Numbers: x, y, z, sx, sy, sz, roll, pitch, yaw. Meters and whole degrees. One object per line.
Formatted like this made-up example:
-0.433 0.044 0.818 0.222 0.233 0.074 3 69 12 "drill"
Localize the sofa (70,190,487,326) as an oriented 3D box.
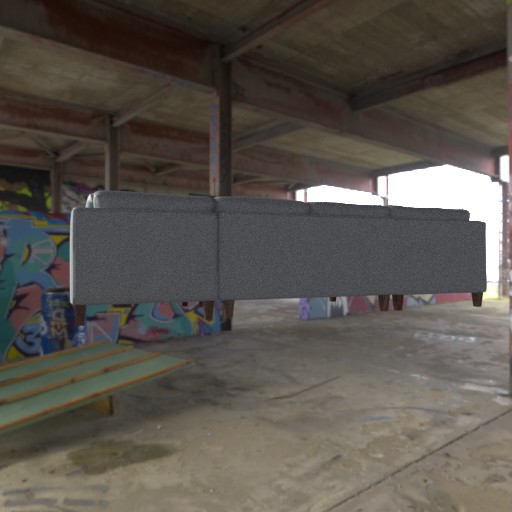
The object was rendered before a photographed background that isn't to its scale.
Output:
0.000 0.000 4.322 3.238 0.853 2.551 0 0 -20 "sofa"
